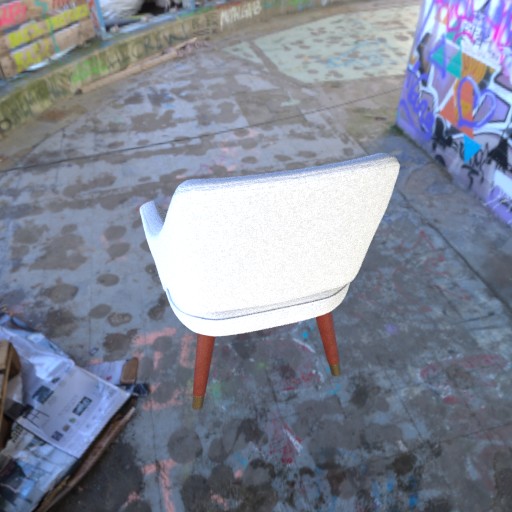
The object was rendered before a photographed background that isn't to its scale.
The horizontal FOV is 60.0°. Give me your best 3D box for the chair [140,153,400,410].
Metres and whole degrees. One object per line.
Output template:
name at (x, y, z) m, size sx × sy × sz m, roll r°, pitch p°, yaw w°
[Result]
chair at (0.000, 0.000, 1.289) m, size 0.609 × 0.889 × 0.600 m, roll -10°, pitch 43°, yaw -11°
